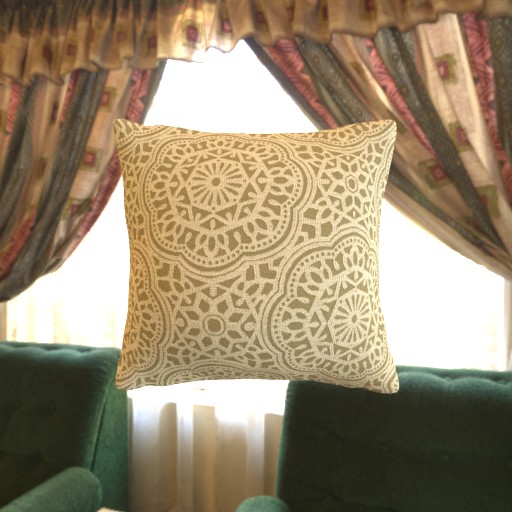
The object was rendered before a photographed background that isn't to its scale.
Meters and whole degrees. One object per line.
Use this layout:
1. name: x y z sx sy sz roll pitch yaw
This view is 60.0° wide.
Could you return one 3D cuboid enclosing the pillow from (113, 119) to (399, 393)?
1. pillow: 0.000 0.000 0.681 0.438 0.421 0.167 0 0 1
